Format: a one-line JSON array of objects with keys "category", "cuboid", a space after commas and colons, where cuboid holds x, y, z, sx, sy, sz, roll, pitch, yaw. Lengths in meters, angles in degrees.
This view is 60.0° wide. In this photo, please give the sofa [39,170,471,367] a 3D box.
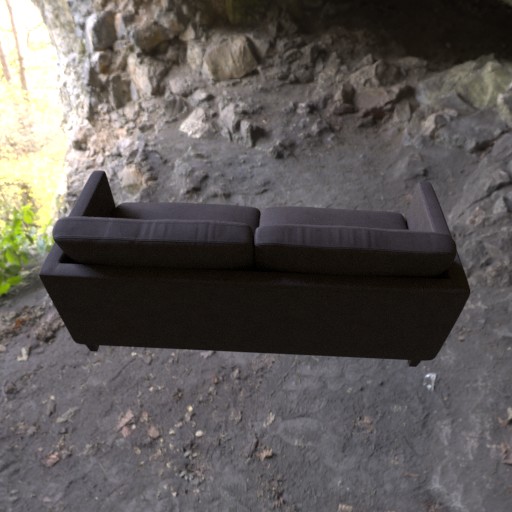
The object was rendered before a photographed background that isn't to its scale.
[{"category": "sofa", "cuboid": [0.000, 0.000, 2.730, 2.208, 0.965, 0.951, 2, 46, 2]}]
